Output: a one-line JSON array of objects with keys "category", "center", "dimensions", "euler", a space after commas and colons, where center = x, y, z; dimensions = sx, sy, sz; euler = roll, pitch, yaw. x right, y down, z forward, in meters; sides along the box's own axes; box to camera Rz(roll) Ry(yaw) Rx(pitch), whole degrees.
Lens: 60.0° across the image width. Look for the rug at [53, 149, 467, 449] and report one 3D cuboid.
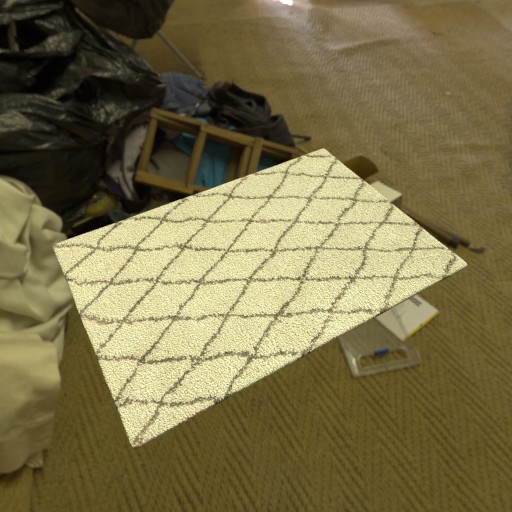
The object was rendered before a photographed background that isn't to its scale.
[{"category": "rug", "center": [0.000, 0.000, 2.293], "dimensions": [1.778, 0.030, 1.219], "euler": [-23, 51, -20]}]
